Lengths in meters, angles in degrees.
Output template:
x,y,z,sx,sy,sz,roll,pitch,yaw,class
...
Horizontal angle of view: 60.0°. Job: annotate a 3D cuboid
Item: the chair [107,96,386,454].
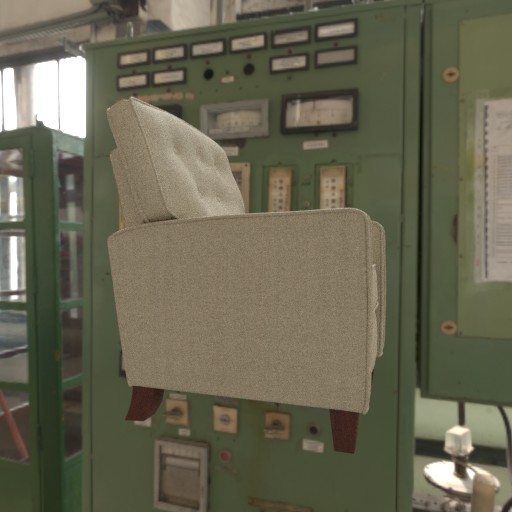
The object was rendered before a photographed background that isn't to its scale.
x,y,z,sx,sy,sz,roll,pitch,yaw,class
0.000,0.000,1.387,0.754,0.888,0.648,0,1,19,chair
